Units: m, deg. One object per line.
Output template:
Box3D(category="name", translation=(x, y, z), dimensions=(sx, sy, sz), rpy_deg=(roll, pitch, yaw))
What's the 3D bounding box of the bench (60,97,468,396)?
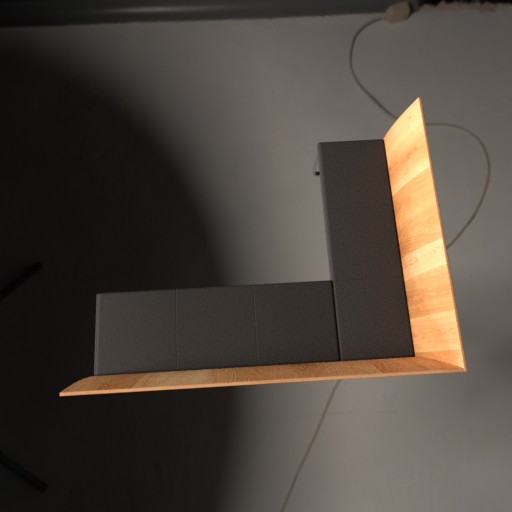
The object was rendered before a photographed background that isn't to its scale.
Box3D(category="bench", translation=(0.000, 0.000, 2.743), dimensions=(1.945, 0.930, 1.495), rpy_deg=(-3, 76, -1))
